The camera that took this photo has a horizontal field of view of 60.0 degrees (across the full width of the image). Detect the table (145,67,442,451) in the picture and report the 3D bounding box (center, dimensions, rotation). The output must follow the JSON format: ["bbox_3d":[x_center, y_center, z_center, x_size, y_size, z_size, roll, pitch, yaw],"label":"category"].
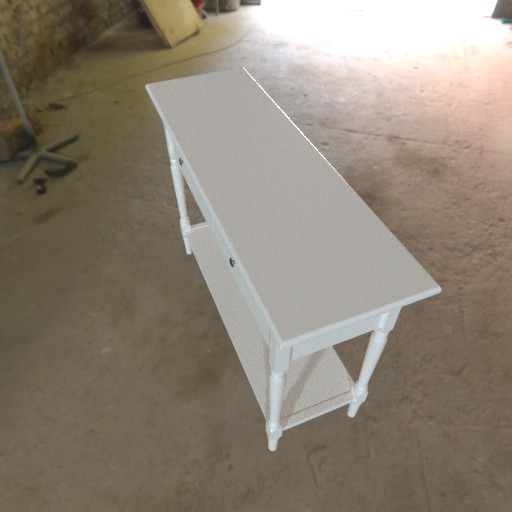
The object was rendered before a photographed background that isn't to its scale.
[{"bbox_3d":[0.000,0.000,1.580,0.386,0.814,1.191,-17,49,-15],"label":"table"}]
